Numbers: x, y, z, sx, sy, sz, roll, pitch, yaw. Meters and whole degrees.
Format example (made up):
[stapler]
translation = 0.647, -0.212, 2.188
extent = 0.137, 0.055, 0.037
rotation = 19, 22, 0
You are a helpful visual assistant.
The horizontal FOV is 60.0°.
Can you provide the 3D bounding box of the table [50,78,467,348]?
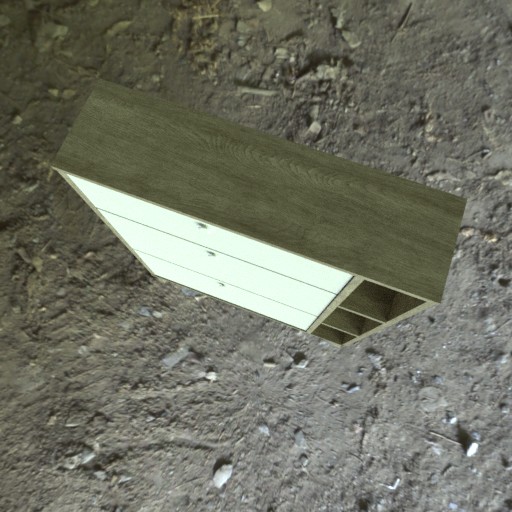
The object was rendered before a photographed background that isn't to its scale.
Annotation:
[table]
translation = 0.000, 0.000, 1.534
extent = 0.902, 1.135, 0.256
rotation = 20, 74, 6
